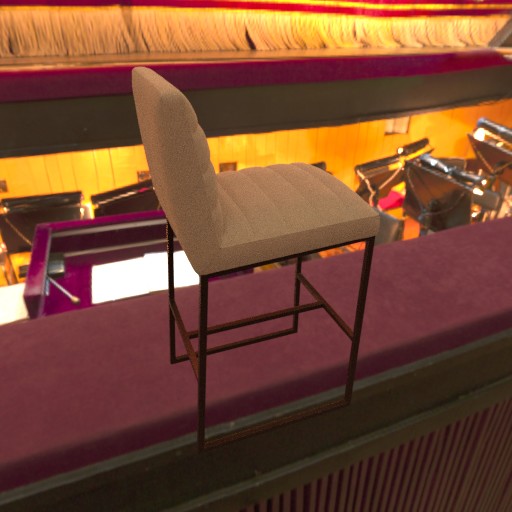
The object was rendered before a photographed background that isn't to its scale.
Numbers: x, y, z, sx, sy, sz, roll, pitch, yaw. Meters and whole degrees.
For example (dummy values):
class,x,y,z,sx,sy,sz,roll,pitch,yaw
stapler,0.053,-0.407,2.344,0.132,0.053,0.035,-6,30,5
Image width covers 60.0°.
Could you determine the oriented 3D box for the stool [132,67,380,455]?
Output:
class,x,y,z,sx,sy,sz,roll,pitch,yaw
stool,0.000,0.000,1.362,0.573,1.061,0.464,-11,31,-18
